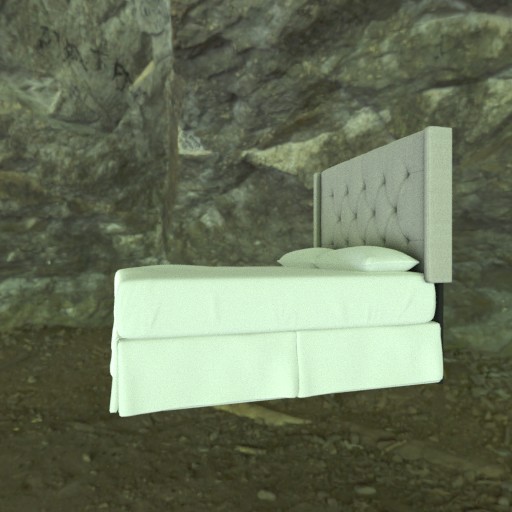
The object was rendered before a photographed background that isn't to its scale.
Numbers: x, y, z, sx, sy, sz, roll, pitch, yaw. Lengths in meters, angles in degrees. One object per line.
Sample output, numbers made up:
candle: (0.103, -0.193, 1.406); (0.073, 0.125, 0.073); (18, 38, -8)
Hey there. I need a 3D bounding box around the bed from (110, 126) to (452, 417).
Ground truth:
bed: (0.000, 0.000, 3.308); (2.066, 1.665, 1.719); (0, 0, -18)
